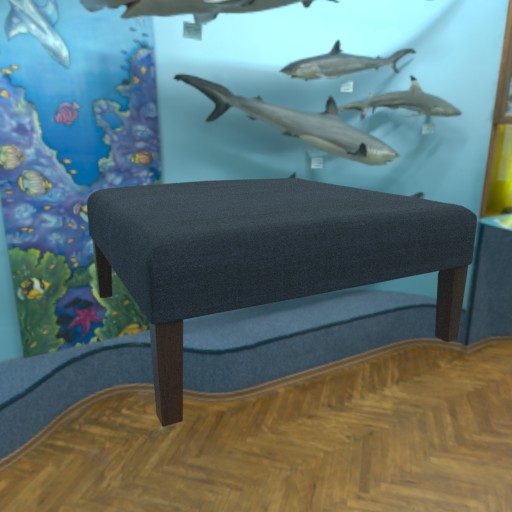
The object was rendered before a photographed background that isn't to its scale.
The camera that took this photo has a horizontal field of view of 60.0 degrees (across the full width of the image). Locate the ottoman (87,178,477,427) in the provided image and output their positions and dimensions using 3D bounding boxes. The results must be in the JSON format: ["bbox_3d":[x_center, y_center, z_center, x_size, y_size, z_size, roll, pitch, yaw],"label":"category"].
[{"bbox_3d":[0.000,0.000,1.406,0.890,0.411,0.889,-8,17,-26],"label":"ottoman"}]
